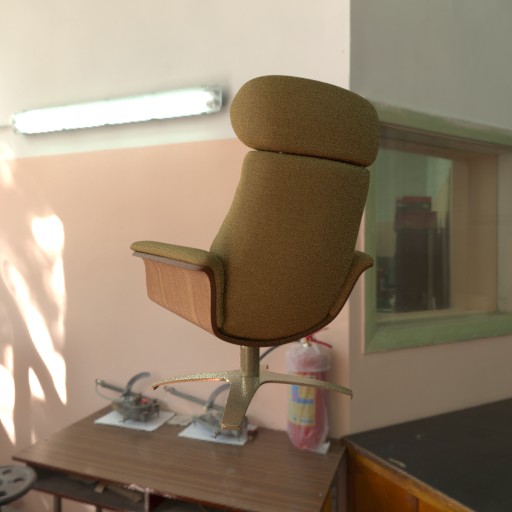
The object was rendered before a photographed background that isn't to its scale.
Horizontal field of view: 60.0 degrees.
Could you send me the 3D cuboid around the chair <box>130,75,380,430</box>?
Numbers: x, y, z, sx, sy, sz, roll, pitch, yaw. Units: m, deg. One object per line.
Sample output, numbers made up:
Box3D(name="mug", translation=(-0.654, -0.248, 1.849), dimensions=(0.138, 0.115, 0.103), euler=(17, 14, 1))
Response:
Box3D(name="chair", translation=(0.000, 0.000, 1.587), dimensions=(0.785, 0.995, 0.837), euler=(0, 0, -36))
